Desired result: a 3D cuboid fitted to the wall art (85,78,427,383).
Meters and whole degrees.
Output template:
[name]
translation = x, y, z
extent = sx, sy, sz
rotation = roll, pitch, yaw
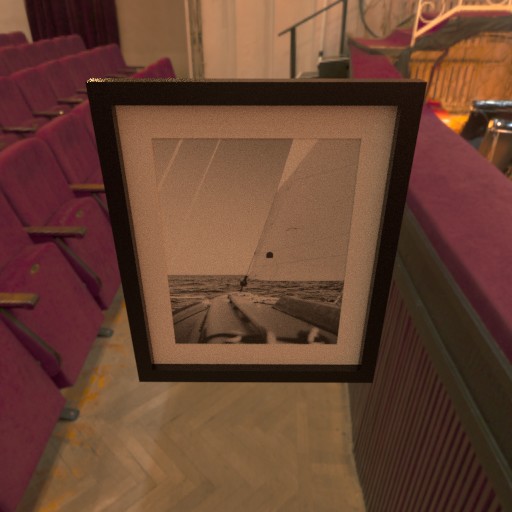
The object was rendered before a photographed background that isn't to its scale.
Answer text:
[wall art]
translation = 0.000, 0.000, 0.749
extent = 0.461, 0.558, 0.031
rotation = 0, 30, 0
